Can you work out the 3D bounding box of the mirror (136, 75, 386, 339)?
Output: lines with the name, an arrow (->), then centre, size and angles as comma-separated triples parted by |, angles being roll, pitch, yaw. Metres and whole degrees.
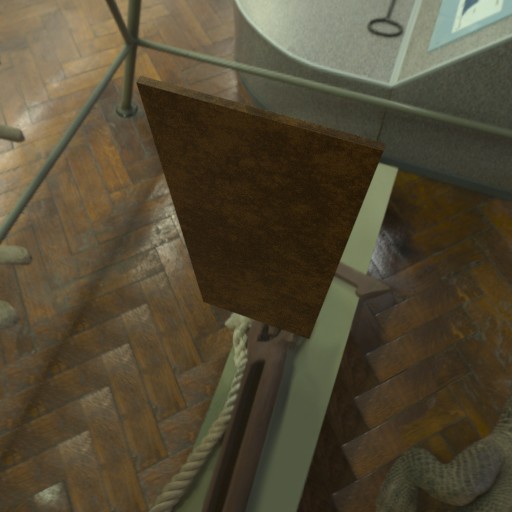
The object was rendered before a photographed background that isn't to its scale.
mirror -> 0.000, 0.000, 2.286 | 0.812, 2.031, 0.032 | 18, 65, 9
